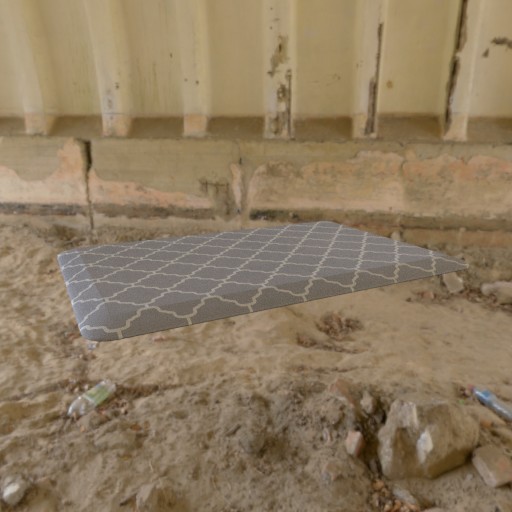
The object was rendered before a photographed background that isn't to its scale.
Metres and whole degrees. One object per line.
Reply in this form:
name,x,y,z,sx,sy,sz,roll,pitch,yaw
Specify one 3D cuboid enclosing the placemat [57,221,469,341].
placemat,0.000,0.000,0.956,0.762,0.021,0.508,-8,18,-26
